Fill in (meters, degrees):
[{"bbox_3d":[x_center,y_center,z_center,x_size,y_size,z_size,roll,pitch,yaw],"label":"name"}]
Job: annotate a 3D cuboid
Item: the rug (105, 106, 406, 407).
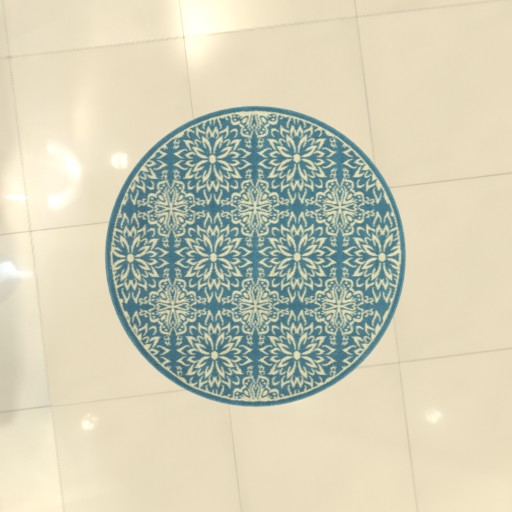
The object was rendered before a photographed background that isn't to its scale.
[{"bbox_3d":[0.000,0.000,2.347,1.593,0.012,1.593,0,90,-1],"label":"rug"}]
